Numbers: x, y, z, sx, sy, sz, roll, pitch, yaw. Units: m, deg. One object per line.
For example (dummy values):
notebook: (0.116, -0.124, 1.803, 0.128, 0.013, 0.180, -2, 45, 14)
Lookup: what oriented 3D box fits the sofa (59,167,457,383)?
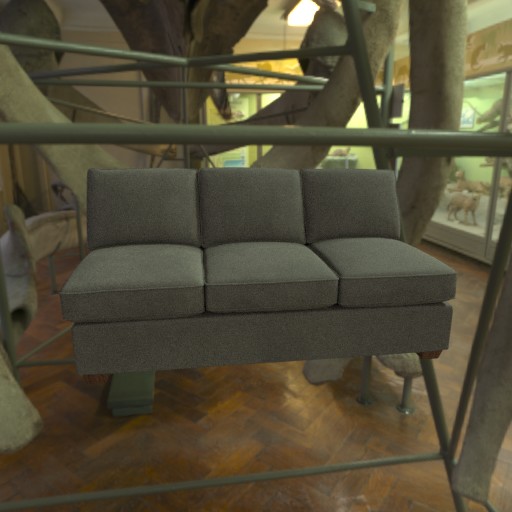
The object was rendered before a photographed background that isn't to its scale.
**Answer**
sofa: (0.000, 0.000, 2.571, 1.962, 0.973, 1.027, -2, 15, -8)
